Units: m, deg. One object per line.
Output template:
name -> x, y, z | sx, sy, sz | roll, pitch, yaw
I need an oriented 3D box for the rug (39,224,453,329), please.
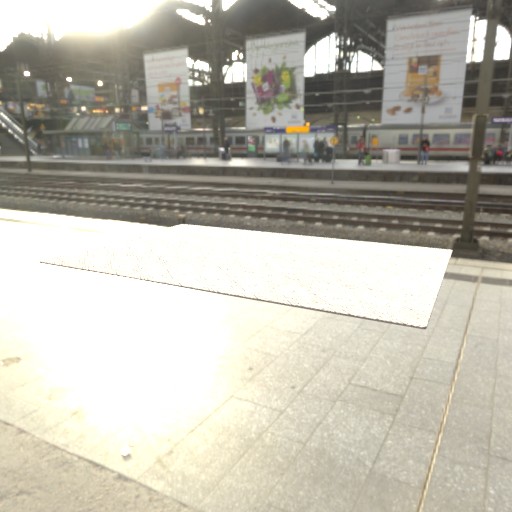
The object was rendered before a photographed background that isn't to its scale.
rug -> 0.000, 0.000, 2.276 | 1.783, 0.008, 1.175 | 7, 16, 26
